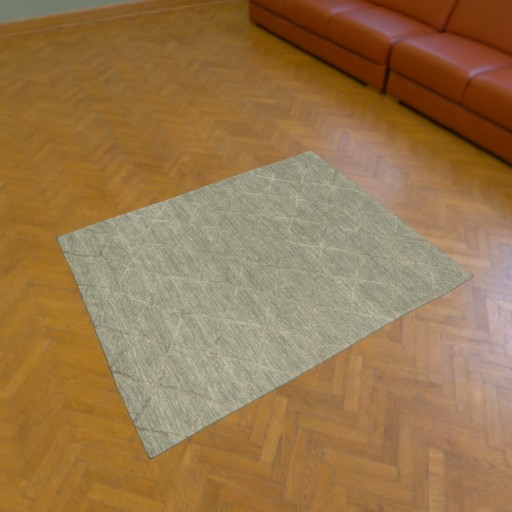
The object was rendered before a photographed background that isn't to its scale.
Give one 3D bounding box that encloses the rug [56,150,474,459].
[{"bbox_3d":[0.000,0.000,4.065,3.048,0.013,2.438,-23,49,-22],"label":"rug"}]
